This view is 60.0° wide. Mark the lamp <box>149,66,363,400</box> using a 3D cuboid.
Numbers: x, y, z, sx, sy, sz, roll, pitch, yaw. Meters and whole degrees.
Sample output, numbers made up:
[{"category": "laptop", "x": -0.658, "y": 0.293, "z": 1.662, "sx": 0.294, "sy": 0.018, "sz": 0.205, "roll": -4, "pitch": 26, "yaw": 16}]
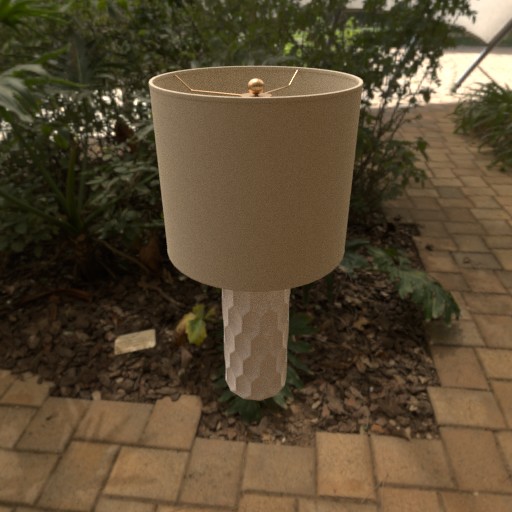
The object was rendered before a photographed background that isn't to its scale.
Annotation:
[{"category": "lamp", "x": 0.000, "y": 0.000, "z": 0.715, "sx": 0.277, "sy": 0.537, "sz": 0.277, "roll": -12, "pitch": 32, "yaw": -19}]
